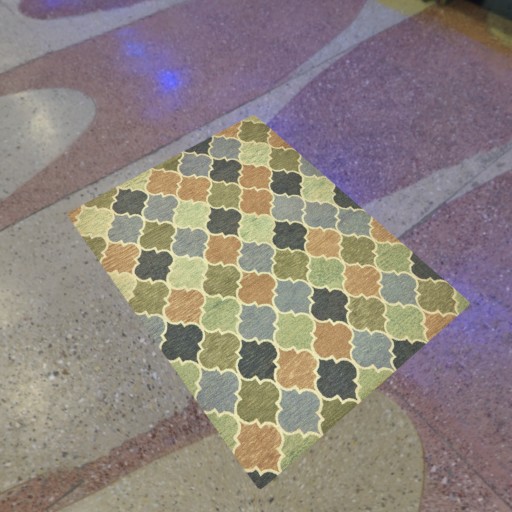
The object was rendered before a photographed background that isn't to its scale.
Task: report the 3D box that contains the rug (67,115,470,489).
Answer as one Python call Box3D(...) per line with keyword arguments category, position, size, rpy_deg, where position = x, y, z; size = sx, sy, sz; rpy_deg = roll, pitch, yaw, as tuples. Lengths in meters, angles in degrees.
Box3D(category="rug", position=(0.000, 0.000, 4.279), size=(2.439, 0.013, 3.200), rpy_deg=(-34, 64, -19))
